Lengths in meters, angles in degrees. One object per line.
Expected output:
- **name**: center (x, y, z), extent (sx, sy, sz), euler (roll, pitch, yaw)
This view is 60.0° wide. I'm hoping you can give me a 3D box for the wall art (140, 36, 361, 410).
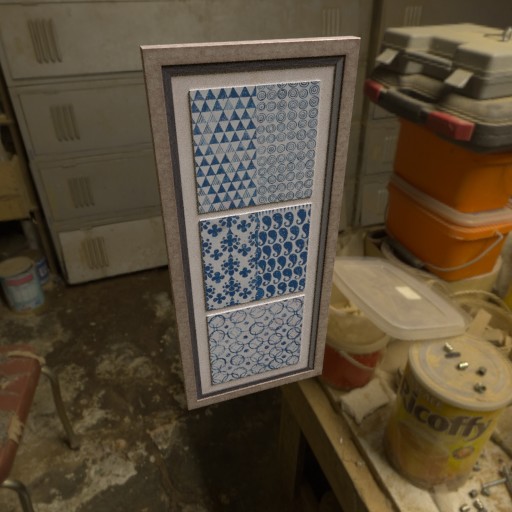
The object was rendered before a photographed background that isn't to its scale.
- **wall art**: center (0.000, 0.000, 1.664), extent (0.648, 1.461, 0.051), euler (-10, 34, -16)
